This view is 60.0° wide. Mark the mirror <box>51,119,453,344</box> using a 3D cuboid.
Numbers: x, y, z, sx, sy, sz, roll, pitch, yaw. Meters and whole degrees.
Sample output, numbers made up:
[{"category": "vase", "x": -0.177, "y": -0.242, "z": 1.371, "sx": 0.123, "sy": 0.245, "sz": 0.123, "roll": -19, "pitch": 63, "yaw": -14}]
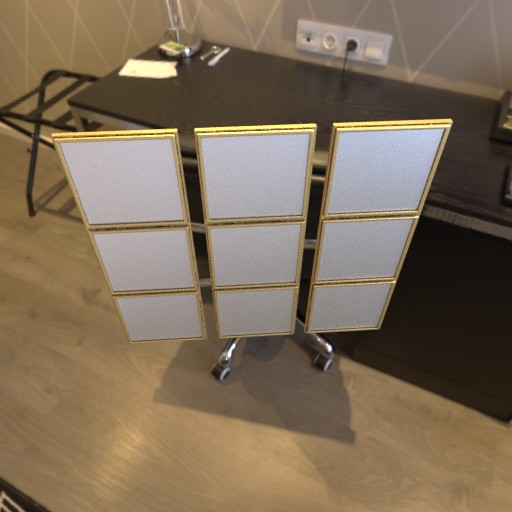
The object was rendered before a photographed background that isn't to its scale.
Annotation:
[{"category": "mirror", "x": 0.000, "y": 0.000, "z": 1.447, "sx": 1.011, "sy": 0.926, "sz": 0.023, "roll": -3, "pitch": 46, "yaw": -3}]
